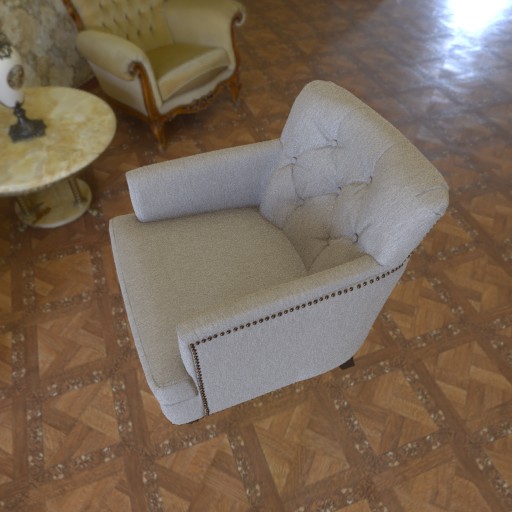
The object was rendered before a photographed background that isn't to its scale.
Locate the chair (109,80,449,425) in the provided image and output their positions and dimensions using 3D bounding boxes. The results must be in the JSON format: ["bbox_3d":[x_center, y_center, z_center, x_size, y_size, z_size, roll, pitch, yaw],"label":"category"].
[{"bbox_3d":[0.000,0.000,1.500,0.902,0.823,0.737,-16,49,-15],"label":"chair"}]
